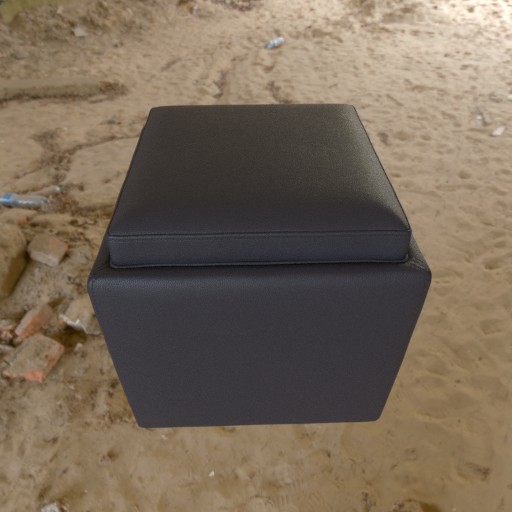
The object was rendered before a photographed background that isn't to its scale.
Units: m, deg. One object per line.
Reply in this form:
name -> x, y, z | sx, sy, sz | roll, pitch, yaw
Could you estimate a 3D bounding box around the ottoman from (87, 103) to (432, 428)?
ottoman -> 0.000, 0.000, 0.815 | 0.450, 0.460, 0.451 | -1, 42, -1
